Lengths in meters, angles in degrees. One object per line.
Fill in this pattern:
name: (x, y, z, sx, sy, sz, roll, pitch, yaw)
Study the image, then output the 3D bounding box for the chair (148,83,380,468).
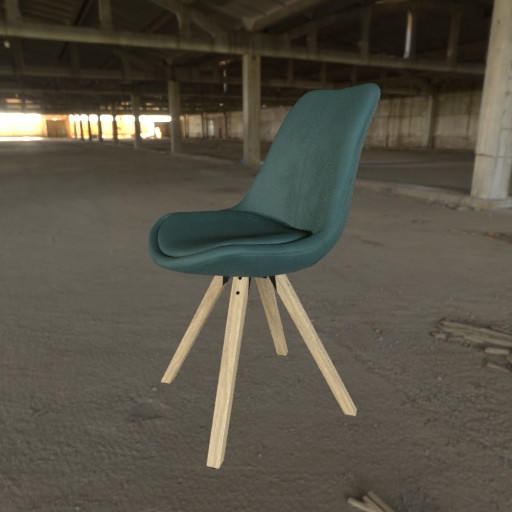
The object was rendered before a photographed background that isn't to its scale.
chair: (0.000, 0.000, 1.185, 0.547, 0.865, 0.483, -8, 18, -26)
